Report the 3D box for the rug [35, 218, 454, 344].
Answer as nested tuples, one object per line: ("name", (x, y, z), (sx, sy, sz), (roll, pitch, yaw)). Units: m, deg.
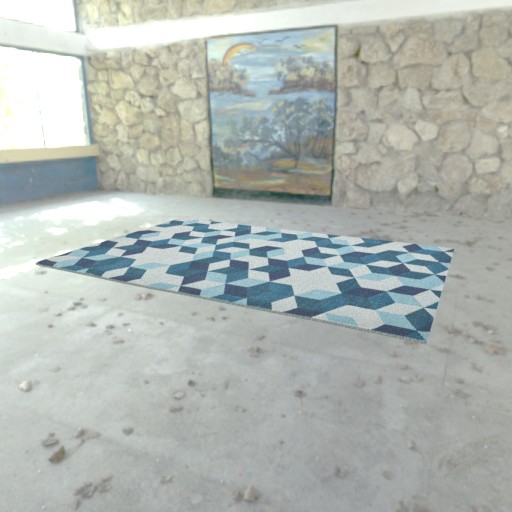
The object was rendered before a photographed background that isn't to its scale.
("rug", (0.000, 0.000, 2.314), (1.829, 0.014, 1.235), (8, 19, 26))
